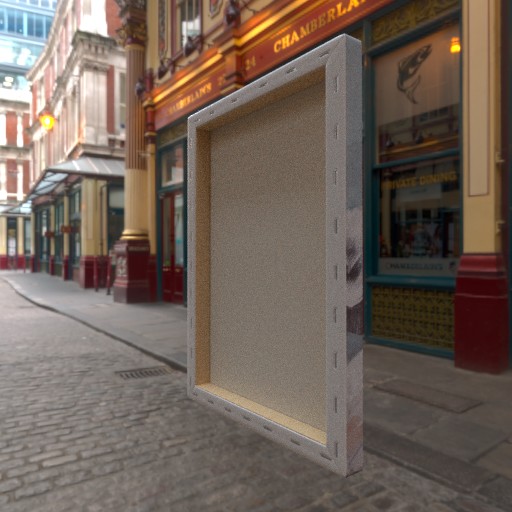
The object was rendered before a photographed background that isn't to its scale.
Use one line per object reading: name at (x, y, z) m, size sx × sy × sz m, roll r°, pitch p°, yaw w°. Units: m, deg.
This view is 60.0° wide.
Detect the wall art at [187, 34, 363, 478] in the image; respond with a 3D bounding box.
wall art at (0.000, 0.000, 0.799) m, size 0.037 × 0.613 × 0.455 m, roll 0°, pitch -1°, yaw -37°
